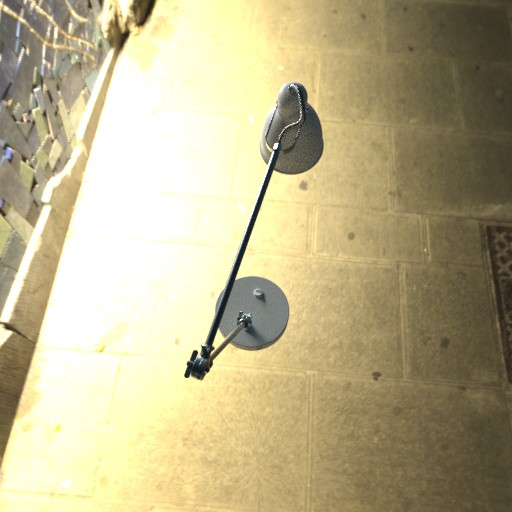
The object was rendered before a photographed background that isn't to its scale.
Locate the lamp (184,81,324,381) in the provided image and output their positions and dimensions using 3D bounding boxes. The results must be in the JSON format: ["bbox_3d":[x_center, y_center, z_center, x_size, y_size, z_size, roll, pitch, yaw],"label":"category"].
[{"bbox_3d":[0.000,0.000,0.889,0.187,0.587,0.561,18,66,8],"label":"lamp"}]
